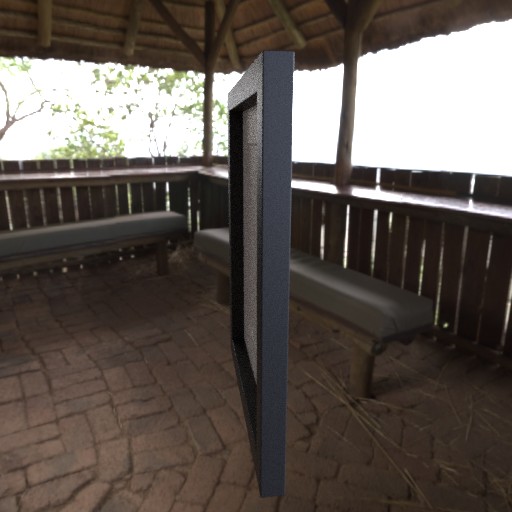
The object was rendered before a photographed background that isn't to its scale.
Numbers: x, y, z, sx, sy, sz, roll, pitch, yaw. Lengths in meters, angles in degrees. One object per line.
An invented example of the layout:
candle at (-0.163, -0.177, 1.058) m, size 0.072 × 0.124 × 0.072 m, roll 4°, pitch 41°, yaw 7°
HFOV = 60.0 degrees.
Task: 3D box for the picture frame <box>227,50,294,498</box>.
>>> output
picture frame at (0.000, 0.000, 0.511) m, size 0.036 × 0.383 × 0.307 m, roll -2°, pitch 15°, yaw -8°
